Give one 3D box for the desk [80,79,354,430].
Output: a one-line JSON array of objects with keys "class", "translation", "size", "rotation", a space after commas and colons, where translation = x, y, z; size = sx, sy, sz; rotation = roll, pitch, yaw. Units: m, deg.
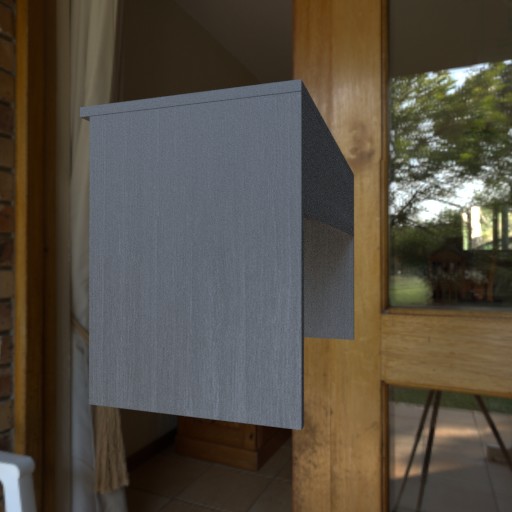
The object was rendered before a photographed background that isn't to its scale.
[{"class": "desk", "translation": [0.000, 0.000, 1.529], "size": [0.557, 0.729, 1.099], "rotation": [0, 0, 18]}]
